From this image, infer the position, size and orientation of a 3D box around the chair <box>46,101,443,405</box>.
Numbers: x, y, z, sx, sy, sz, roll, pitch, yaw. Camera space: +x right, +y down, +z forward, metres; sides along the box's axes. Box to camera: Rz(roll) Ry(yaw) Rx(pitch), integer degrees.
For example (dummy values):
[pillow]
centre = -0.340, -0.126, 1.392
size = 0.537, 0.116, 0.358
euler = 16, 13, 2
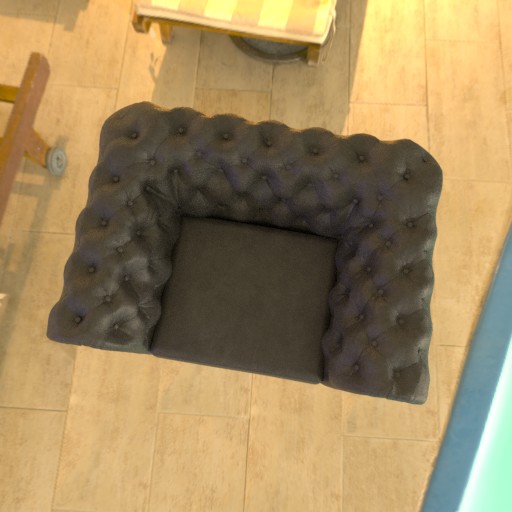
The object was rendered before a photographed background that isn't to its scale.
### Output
[chair]
centre = 0.000, 0.000, 1.841
size = 1.298, 0.780, 0.943
euler = 9, 76, 2
